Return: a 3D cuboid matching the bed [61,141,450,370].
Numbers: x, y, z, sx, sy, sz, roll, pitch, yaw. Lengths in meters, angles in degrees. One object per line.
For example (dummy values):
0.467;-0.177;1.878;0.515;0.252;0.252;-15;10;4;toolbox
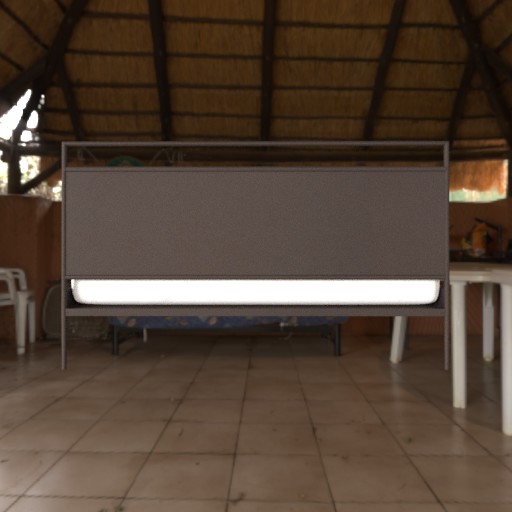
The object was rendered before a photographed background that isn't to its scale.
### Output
0.000;0.000;3.343;1.993;1.173;2.151;0;0;0;bed
